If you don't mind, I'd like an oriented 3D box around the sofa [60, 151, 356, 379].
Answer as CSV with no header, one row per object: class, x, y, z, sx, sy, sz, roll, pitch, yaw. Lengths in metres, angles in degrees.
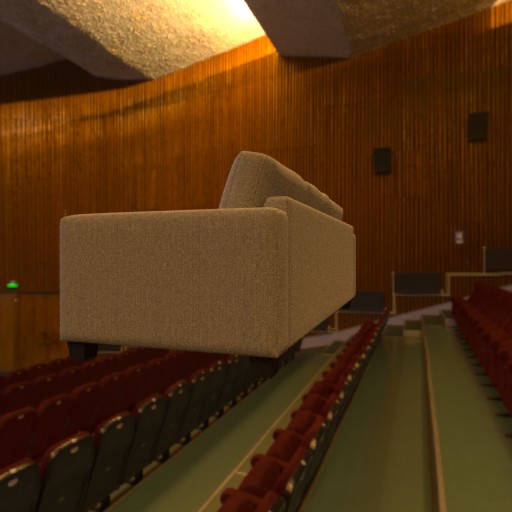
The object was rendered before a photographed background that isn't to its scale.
sofa,0.000,0.000,2.562,0.900,0.800,2.120,0,0,19
